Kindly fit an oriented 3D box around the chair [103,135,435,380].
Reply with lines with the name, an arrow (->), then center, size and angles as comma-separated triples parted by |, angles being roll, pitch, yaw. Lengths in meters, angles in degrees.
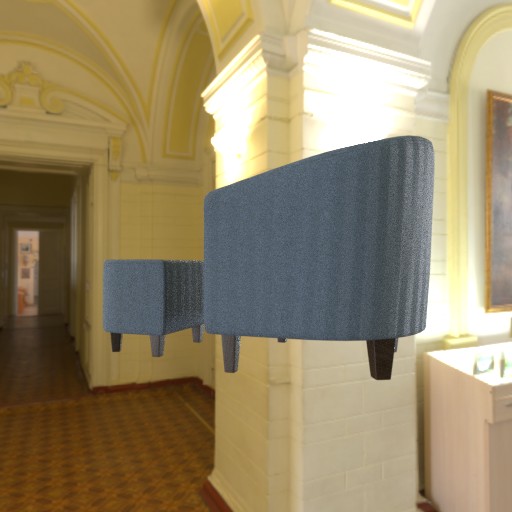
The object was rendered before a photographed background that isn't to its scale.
chair -> 0.000, 0.000, 1.716 | 1.288, 0.757, 0.756 | 0, -1, 20
